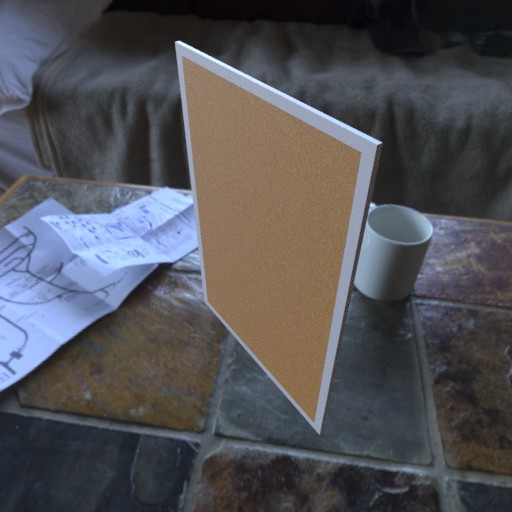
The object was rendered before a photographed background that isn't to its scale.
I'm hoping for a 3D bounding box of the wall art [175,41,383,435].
[{"bbox_3d":[0.000,0.000,1.203,0.013,0.940,0.659,-26,48,-26],"label":"wall art"}]
